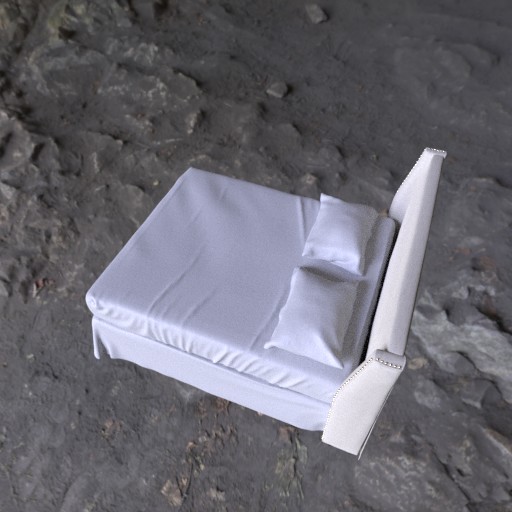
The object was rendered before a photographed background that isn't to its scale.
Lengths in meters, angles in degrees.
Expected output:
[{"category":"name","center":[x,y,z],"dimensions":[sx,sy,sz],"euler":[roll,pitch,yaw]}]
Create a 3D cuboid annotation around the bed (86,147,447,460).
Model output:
[{"category":"bed","center":[0.000,0.000,3.417],"dimensions":[2.276,1.332,1.925],"euler":[17,50,14]}]
